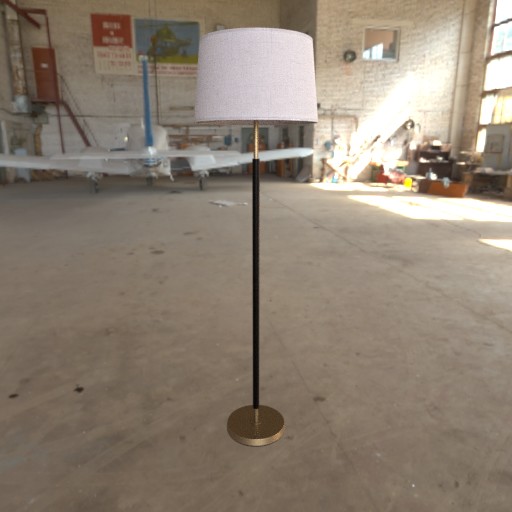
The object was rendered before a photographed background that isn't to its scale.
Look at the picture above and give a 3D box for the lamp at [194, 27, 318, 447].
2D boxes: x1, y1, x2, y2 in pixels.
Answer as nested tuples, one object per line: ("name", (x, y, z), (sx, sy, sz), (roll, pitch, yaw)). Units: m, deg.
("lamp", (0.000, 0.000, 1.630), (0.420, 1.447, 0.420), (0, 14, 0))
